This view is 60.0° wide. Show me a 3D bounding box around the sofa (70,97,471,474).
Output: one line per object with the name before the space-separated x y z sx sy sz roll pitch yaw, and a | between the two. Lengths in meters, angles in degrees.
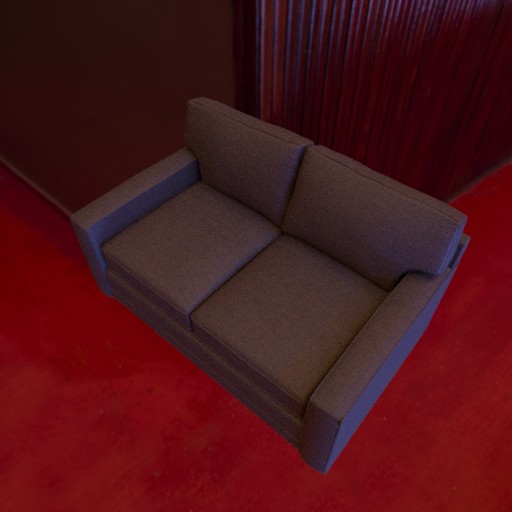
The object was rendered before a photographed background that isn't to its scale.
sofa | 0.000 0.000 2.098 1.534 0.887 0.974 32 55 26
